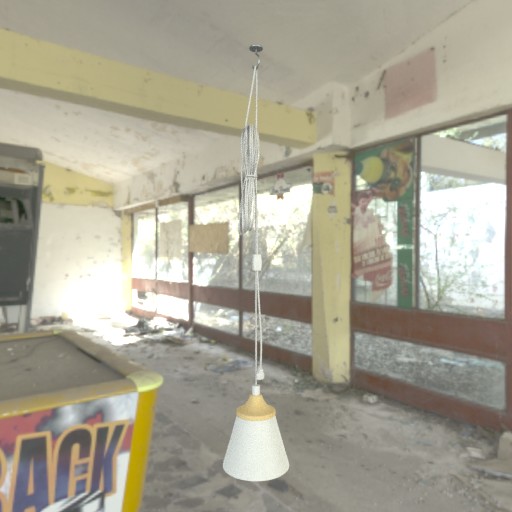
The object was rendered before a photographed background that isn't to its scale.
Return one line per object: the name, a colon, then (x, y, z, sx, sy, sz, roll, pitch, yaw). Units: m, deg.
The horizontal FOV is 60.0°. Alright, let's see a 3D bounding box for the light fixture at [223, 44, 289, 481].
light fixture: (0.000, 0.000, 1.027, 0.153, 0.966, 0.153, 0, 0, 1)
